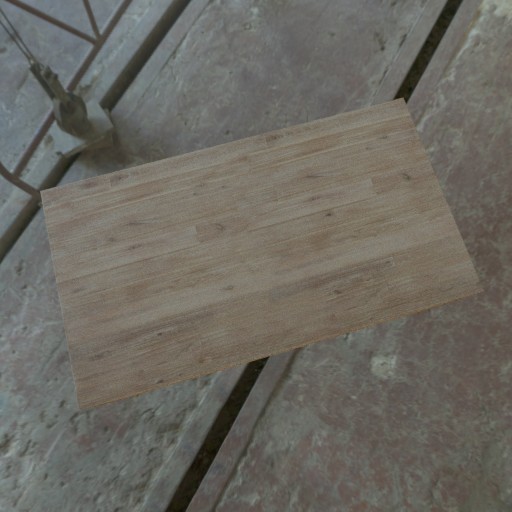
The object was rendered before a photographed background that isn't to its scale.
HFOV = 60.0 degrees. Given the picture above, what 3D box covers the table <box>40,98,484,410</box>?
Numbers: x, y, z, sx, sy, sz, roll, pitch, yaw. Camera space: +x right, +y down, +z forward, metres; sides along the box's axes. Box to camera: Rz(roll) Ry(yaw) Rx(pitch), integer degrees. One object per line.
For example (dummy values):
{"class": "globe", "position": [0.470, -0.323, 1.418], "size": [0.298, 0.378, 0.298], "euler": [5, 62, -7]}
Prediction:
{"class": "table", "position": [0.000, 0.000, 2.059], "size": [1.619, 0.531, 0.918], "euler": [-15, 76, -4]}
